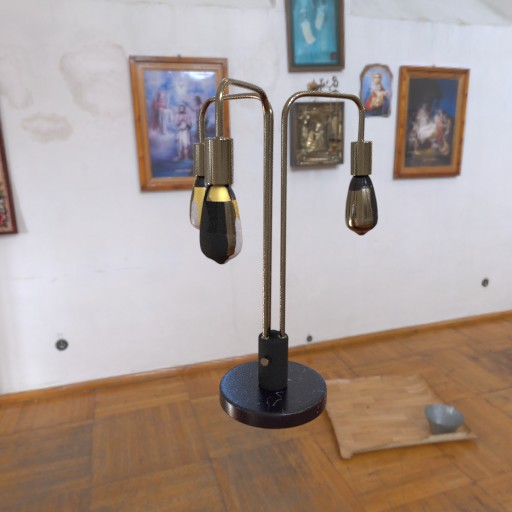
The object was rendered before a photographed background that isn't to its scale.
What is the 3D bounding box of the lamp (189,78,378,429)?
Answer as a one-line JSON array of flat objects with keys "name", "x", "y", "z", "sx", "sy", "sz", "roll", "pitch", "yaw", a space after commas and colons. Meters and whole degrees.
[{"name": "lamp", "x": 0.000, "y": 0.000, "z": 0.788, "sx": 0.355, "sy": 0.560, "sz": 0.368, "roll": 7, "pitch": 15, "yaw": 26}]
